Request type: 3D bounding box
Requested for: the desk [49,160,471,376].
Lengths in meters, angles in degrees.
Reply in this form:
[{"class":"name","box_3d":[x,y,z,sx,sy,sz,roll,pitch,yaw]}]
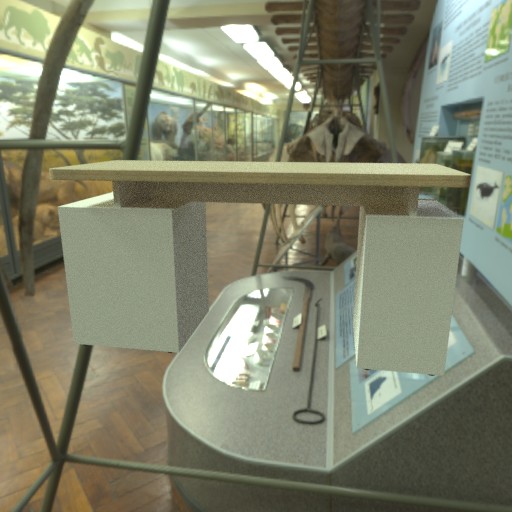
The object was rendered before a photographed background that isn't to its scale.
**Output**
[{"class":"desk","box_3d":[0.000,0.000,1.895,1.500,0.755,0.550,3,16,10]}]
